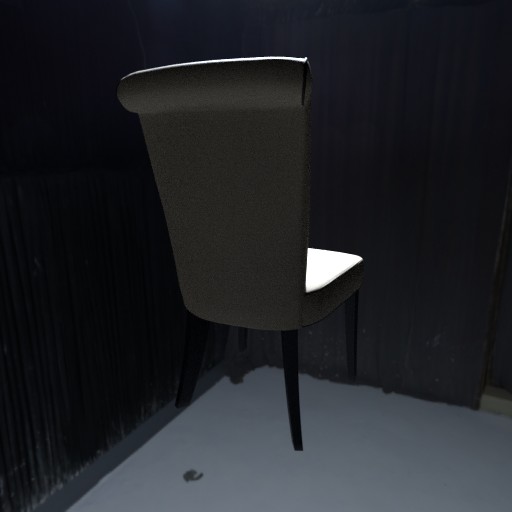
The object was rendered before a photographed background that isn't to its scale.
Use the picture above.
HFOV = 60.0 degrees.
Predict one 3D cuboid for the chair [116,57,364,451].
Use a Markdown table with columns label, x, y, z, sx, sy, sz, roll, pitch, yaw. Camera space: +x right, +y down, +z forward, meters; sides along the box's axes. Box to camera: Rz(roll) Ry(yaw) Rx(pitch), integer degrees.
| label | x | y | z | sx | sy | sz | roll | pitch | yaw |
| --- | --- | --- | --- | --- | --- | --- | --- | --- | --- |
| chair | 0.000 | 0.000 | 1.328 | 0.522 | 0.997 | 0.623 | 8 | 16 | 28 |
